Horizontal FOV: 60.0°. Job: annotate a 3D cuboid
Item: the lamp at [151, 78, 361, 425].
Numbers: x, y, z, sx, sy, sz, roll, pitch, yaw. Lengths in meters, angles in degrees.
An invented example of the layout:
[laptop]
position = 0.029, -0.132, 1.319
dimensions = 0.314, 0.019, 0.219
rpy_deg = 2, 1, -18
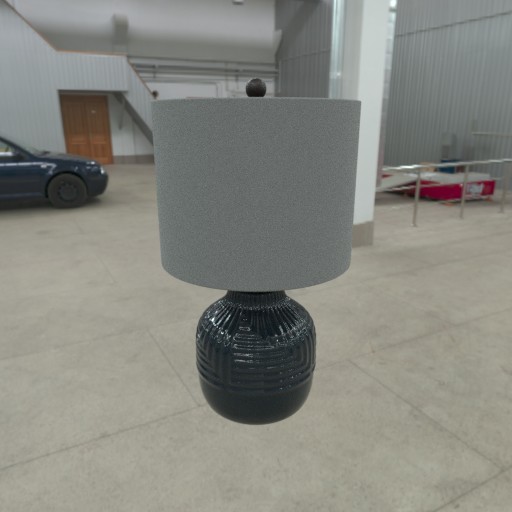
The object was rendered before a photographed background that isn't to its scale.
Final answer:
[lamp]
position = 0.000, 0.000, 0.759
dimensions = 0.318, 0.567, 0.318
rpy_deg = 0, 17, 0
